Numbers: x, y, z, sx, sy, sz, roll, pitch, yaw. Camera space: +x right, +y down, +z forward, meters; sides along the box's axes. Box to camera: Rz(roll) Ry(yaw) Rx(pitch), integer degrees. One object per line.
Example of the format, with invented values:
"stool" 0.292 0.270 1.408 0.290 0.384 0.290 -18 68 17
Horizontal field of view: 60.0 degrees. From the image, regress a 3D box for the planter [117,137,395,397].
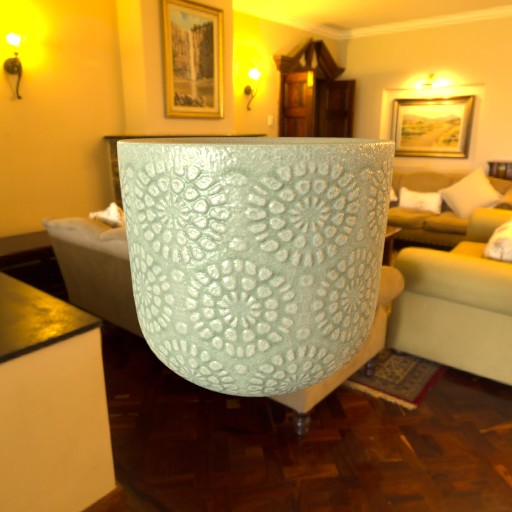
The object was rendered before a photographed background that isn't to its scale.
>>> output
"planter" 0.000 0.000 0.301 0.169 0.153 0.169 0 16 0
